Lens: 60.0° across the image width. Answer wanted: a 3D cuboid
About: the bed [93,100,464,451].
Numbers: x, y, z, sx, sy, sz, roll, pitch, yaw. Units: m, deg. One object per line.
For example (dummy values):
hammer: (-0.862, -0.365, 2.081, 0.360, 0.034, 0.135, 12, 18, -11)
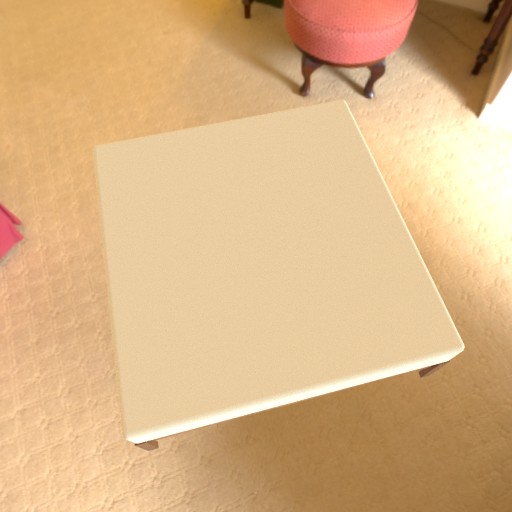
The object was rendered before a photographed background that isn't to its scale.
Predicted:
bed: (0.000, 0.000, 3.102, 1.930, 0.616, 2.049, -13, 63, -7)
